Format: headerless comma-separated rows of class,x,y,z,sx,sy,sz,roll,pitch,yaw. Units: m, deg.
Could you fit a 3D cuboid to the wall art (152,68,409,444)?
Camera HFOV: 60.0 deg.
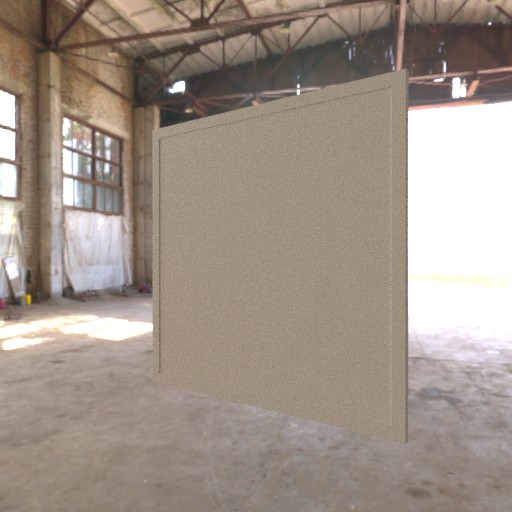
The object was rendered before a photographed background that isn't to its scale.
wall art,0.000,0.000,0.979,0.660,0.660,0.015,0,0,36
